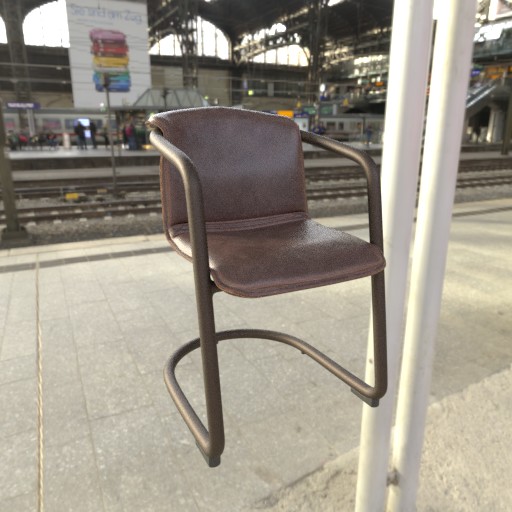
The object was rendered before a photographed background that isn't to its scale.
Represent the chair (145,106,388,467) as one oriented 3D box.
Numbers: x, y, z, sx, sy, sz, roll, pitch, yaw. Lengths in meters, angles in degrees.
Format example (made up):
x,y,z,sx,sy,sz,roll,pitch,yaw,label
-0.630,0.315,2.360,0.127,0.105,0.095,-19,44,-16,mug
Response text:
x,y,z,sx,sy,sz,roll,pitch,yaw,label
0.000,0.000,1.274,0.536,0.836,0.664,-8,18,-27,chair
